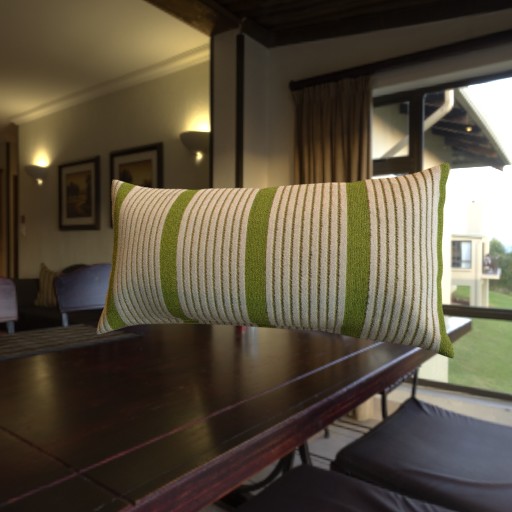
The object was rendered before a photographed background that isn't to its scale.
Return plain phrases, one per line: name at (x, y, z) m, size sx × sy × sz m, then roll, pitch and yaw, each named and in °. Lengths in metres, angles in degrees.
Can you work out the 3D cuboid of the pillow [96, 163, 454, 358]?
pillow at (0.000, 0.000, 0.744) m, size 0.608 × 0.292 × 0.156 m, roll 0°, pitch 1°, yaw 18°
